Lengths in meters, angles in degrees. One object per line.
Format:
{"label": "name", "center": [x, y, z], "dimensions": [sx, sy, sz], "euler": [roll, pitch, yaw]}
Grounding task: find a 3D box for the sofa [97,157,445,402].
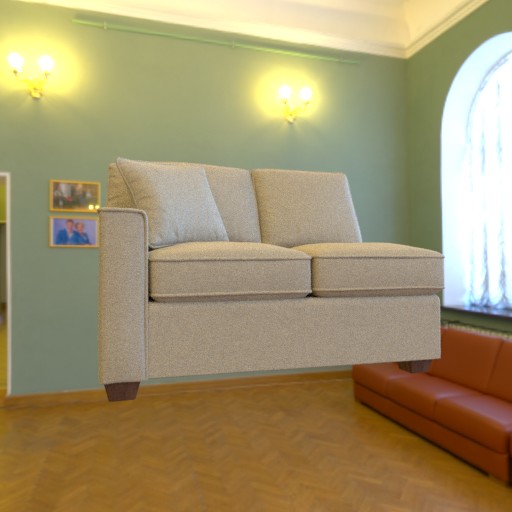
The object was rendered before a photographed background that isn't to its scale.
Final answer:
{"label": "sofa", "center": [0.000, 0.000, 2.092], "dimensions": [1.388, 0.989, 0.991], "euler": [0, -1, -18]}
